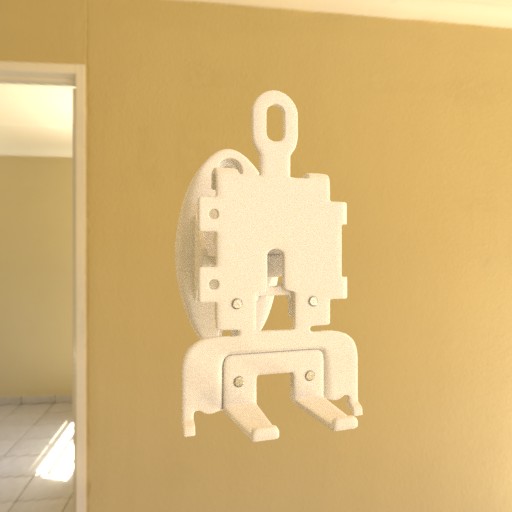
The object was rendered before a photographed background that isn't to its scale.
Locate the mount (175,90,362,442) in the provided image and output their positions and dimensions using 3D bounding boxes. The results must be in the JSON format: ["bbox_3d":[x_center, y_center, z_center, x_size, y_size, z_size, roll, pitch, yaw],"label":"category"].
[{"bbox_3d":[0.000,0.000,0.180,0.066,0.118,0.100,0,0,-18],"label":"mount"}]
